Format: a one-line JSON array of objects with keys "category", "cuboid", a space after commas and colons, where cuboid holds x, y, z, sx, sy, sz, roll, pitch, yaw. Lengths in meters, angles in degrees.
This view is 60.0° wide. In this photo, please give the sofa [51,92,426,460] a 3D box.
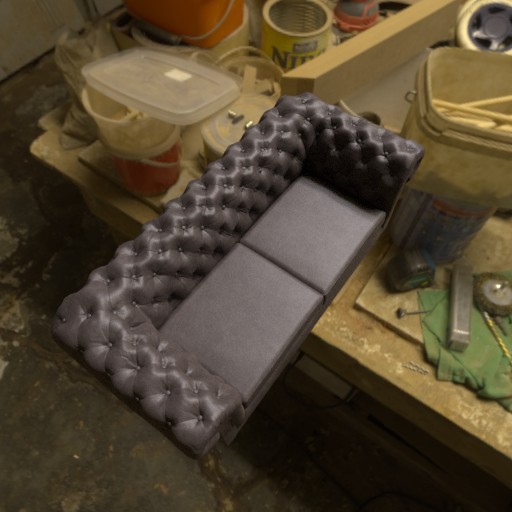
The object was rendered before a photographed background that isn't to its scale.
[{"category": "sofa", "cuboid": [0.000, 0.000, 2.501, 0.944, 0.779, 2.048, 32, 64, 18]}]
